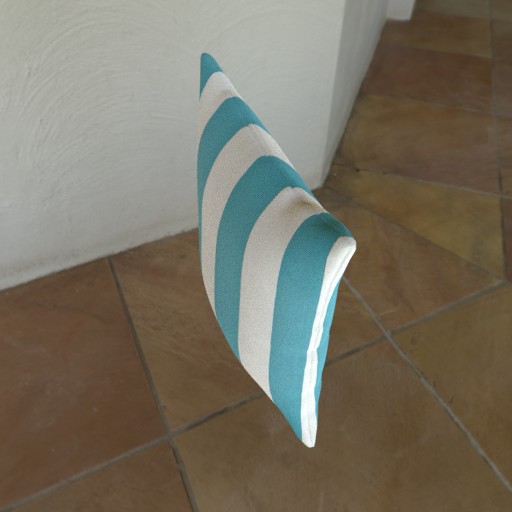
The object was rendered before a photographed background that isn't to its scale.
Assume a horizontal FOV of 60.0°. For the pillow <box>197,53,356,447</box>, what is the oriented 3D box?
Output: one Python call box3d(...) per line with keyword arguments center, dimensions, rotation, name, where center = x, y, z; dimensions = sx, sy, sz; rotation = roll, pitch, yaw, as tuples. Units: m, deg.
box3d(center=(0.000, 0.000, 0.805), dimensions=(0.189, 0.526, 0.536), rotation=(-17, 49, -15), name="pillow")
